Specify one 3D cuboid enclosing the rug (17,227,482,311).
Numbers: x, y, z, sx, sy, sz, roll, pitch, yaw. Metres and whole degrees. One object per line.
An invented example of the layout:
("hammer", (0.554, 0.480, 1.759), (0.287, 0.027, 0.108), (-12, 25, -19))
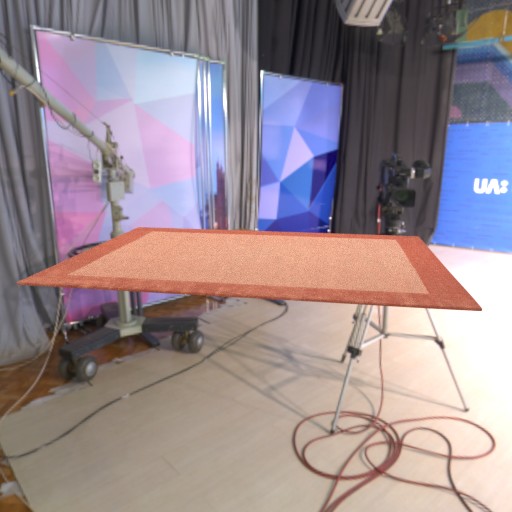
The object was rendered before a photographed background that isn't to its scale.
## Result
("rug", (0.000, 0.000, 2.291), (1.829, 0.014, 1.219), (2, 15, 9))
